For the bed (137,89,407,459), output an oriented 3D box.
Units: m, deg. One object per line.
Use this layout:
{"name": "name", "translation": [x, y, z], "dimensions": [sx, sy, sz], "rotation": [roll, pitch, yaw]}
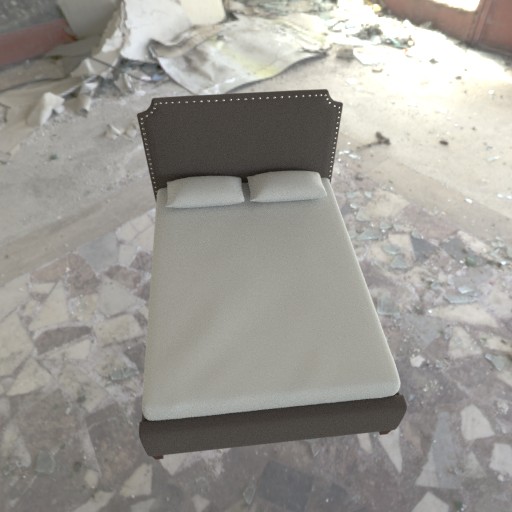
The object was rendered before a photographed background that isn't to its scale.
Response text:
{"name": "bed", "translation": [0.000, 0.000, 3.341], "dimensions": [1.713, 1.443, 2.372], "rotation": [-4, 47, -4]}
